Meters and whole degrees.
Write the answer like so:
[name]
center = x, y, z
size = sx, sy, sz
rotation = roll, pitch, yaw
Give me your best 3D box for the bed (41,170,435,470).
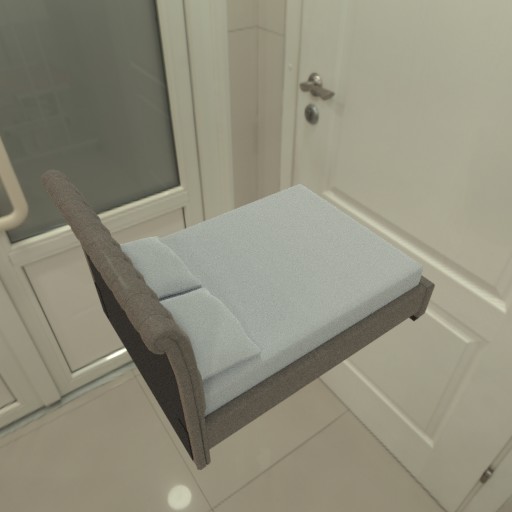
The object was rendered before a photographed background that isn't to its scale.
[bed]
center = 0.000, 0.000, 3.253
size = 2.252, 1.371, 1.645
rotation = -25, 46, -26
